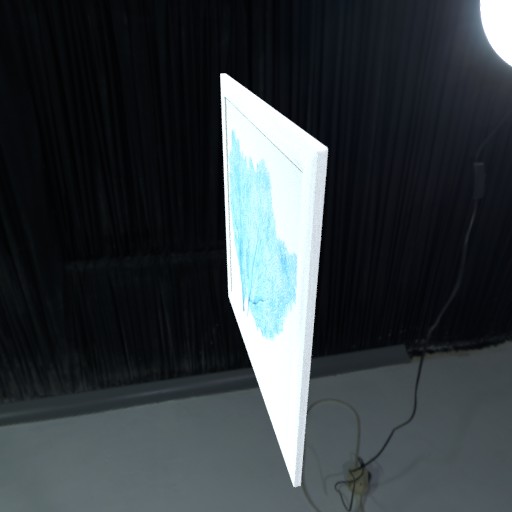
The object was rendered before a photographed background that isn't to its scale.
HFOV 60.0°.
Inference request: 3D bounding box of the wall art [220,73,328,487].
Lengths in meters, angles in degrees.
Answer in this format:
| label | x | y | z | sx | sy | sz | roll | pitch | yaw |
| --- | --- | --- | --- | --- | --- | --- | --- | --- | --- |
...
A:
| label | x | y | z | sx | sy | sz | roll | pitch | yaw |
| --- | --- | --- | --- | --- | --- | --- | --- | --- | --- |
| wall art | 0.000 | 0.000 | 0.857 | 0.013 | 0.584 | 0.584 | -7 | 31 | -12 |
